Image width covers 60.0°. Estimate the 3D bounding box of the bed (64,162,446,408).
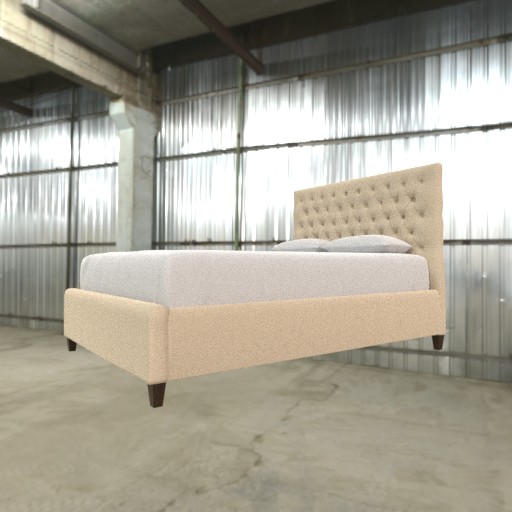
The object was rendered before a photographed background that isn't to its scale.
[{"bbox_3d":[0.000,0.000,3.373,2.387,1.427,1.698,1,-1,-36],"label":"bed"}]
